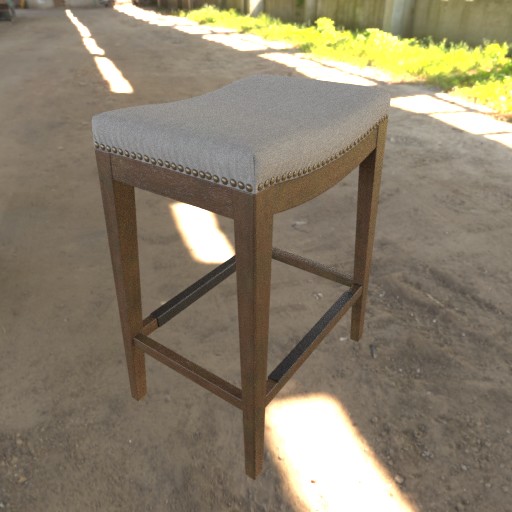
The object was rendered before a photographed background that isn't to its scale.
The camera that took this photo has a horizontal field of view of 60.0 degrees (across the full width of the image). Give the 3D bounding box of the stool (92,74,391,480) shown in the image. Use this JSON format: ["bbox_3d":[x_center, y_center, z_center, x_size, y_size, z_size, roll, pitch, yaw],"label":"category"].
[{"bbox_3d":[0.000,0.000,0.958,0.356,0.660,0.508,20,37,30],"label":"stool"}]
